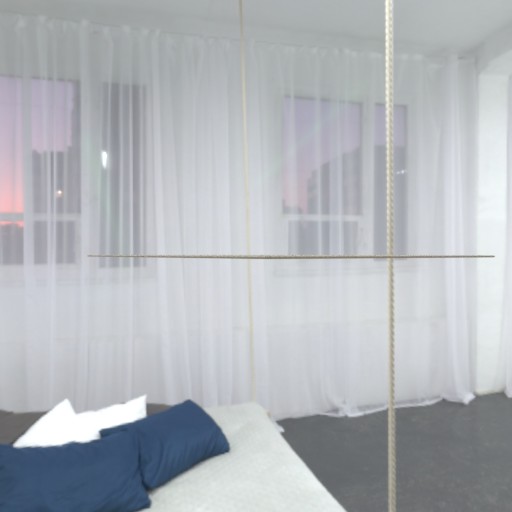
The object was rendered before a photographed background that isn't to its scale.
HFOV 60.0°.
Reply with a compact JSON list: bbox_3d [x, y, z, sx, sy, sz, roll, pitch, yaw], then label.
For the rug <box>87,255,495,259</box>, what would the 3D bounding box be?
[{"bbox_3d":[0.000,0.000,2.861,1.524,0.011,2.286,0,0,-35],"label":"rug"}]
